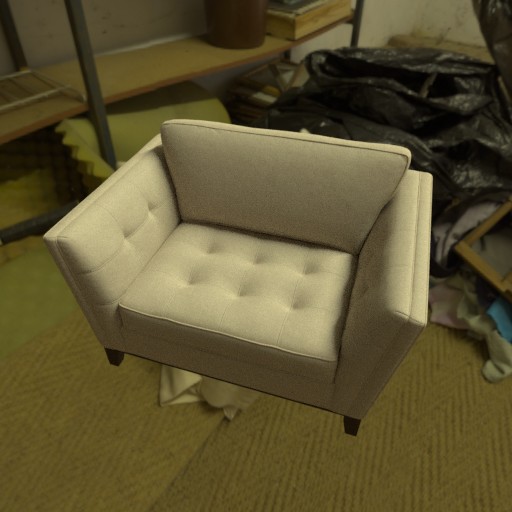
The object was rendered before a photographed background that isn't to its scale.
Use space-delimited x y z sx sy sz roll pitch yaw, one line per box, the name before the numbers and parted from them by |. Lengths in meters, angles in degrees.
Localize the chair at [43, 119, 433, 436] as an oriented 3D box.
chair | 0.000 0.000 2.040 1.397 0.940 0.965 12 42 14
